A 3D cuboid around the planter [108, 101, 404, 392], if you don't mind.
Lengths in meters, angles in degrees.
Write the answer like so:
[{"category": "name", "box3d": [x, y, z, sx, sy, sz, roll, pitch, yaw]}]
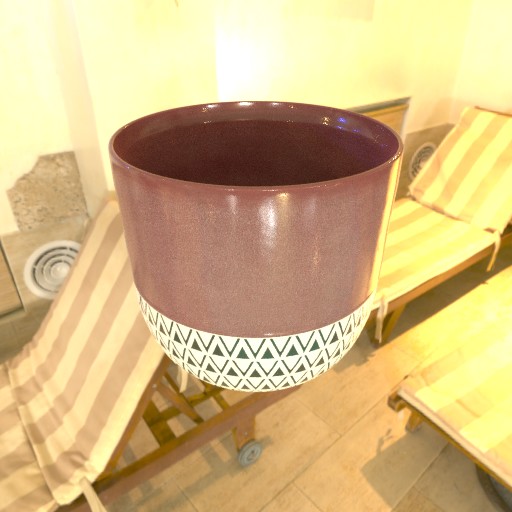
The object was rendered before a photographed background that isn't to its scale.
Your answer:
[{"category": "planter", "box3d": [0.000, 0.000, 0.483, 0.266, 0.270, 0.266, 0, 32, 0]}]
